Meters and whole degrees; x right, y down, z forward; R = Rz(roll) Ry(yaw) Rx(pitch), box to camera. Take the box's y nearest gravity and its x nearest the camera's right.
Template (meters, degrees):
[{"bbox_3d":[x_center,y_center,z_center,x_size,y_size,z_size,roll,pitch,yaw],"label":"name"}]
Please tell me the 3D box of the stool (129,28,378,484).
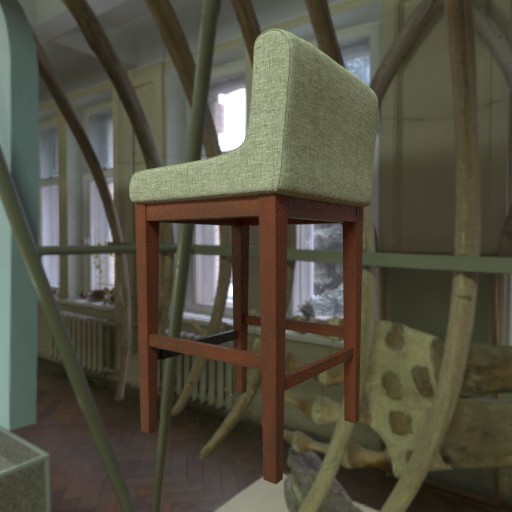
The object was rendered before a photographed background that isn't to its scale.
[{"bbox_3d":[0.000,0.000,1.071,0.459,0.835,0.417,1,2,37],"label":"stool"}]
